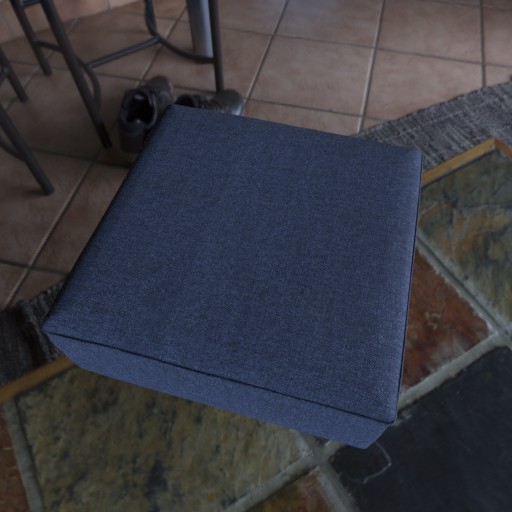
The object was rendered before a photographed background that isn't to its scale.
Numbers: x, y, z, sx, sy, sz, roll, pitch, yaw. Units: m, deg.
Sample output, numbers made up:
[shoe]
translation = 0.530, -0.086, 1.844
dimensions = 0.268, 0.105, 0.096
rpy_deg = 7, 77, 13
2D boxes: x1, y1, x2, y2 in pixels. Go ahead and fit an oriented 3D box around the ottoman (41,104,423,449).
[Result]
[ottoman]
translation = 0.000, 0.000, 1.573
dimensions = 1.017, 0.423, 1.023
rpy_deg = 14, 59, 8
